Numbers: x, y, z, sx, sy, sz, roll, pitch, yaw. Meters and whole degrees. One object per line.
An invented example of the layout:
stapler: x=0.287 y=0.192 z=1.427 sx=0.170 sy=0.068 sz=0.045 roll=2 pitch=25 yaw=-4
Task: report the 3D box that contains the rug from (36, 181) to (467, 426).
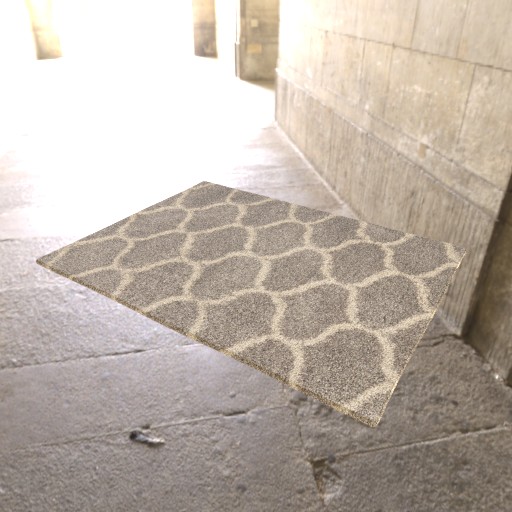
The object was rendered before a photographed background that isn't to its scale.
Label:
rug: x=0.000 y=0.000 z=2.044 sx=1.600 sy=0.025 sz=1.200 roll=19 pitch=35 yaw=29
